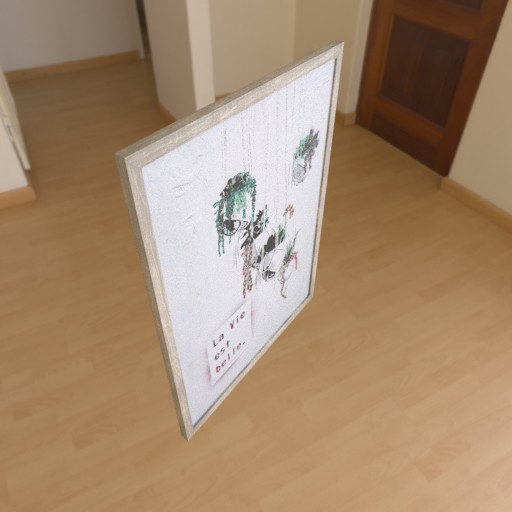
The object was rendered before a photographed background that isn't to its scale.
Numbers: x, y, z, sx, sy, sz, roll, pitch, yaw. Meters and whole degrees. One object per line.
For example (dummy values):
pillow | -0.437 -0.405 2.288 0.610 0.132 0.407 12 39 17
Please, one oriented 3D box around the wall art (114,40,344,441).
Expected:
wall art | 0.000 0.000 1.324 0.035 1.022 0.781 26 48 26
